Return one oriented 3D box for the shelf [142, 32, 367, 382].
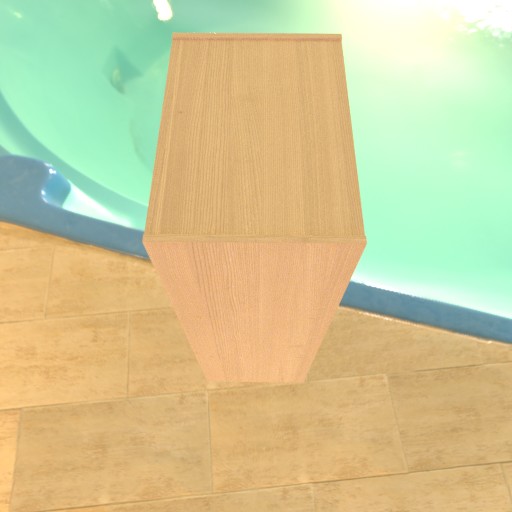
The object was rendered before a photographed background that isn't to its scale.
[{"bbox_3d":[0.000,0.000,1.060,0.292,0.876,0.417,0,63,0],"label":"shelf"}]
